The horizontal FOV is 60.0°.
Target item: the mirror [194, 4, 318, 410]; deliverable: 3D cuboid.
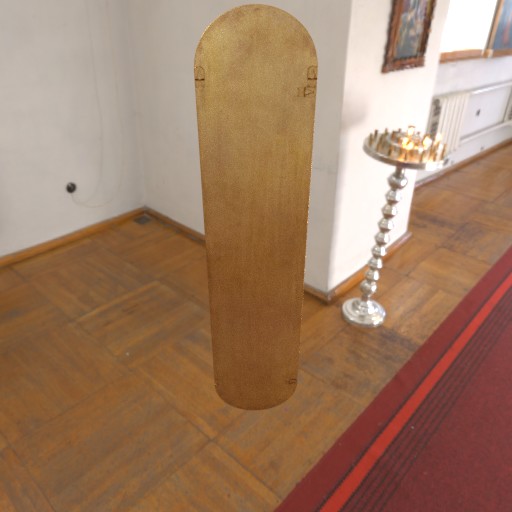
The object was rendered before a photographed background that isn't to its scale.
[{"bbox_3d":[0.000,0.000,1.002,0.222,0.991,0.032,-1,30,-2],"label":"mirror"}]
